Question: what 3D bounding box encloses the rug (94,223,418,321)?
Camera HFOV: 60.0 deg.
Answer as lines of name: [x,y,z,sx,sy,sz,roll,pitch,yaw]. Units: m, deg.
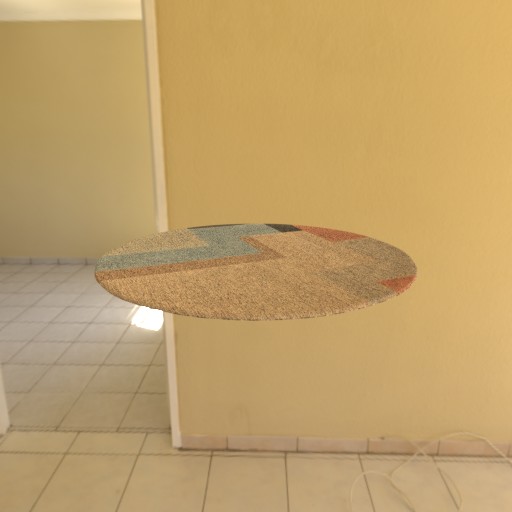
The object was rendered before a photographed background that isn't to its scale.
rug: [0.000,0.000,3.571,2.461,0.033,2.461,0,16,0]
